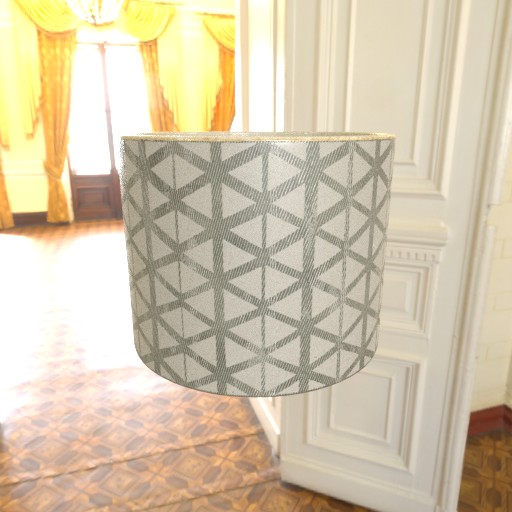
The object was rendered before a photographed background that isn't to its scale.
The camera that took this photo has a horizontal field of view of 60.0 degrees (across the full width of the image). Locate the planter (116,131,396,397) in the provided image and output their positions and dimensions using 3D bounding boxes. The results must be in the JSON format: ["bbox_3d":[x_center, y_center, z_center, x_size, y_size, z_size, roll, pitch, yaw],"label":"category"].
[{"bbox_3d":[0.000,0.000,0.447,0.250,0.239,0.250,0,16,0],"label":"planter"}]
